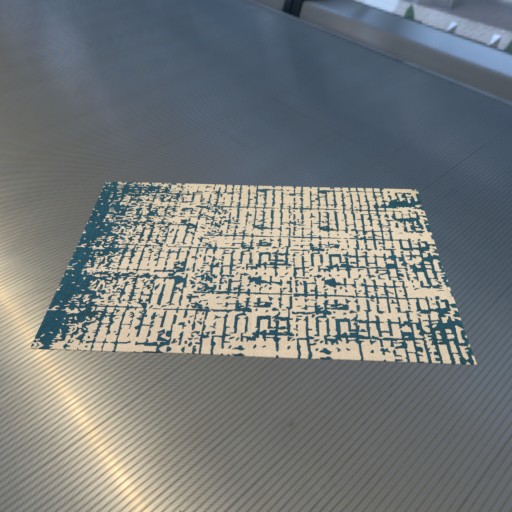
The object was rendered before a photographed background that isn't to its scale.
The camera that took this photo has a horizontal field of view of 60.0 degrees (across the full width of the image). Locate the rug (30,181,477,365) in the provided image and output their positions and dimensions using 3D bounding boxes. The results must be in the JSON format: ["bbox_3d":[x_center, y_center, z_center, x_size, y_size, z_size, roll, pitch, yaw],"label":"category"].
[{"bbox_3d":[0.000,0.000,2.933,2.435,0.011,1.517,2,46,2],"label":"rug"}]
